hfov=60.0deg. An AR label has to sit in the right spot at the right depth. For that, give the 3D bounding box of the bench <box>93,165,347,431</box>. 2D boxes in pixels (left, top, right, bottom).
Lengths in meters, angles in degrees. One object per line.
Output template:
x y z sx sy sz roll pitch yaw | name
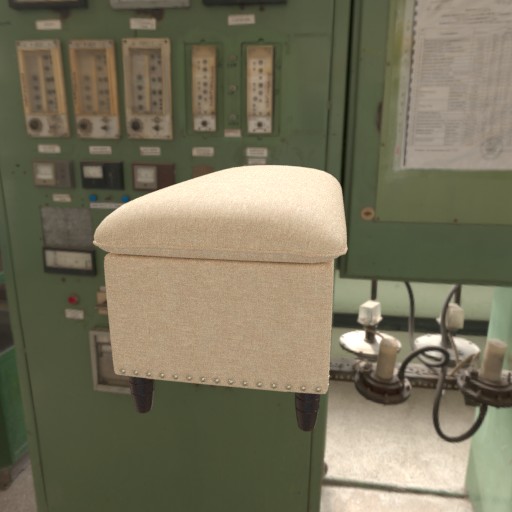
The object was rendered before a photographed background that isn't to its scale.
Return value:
0.000 0.000 1.279 0.483 0.483 0.991 3 16 9 | bench
